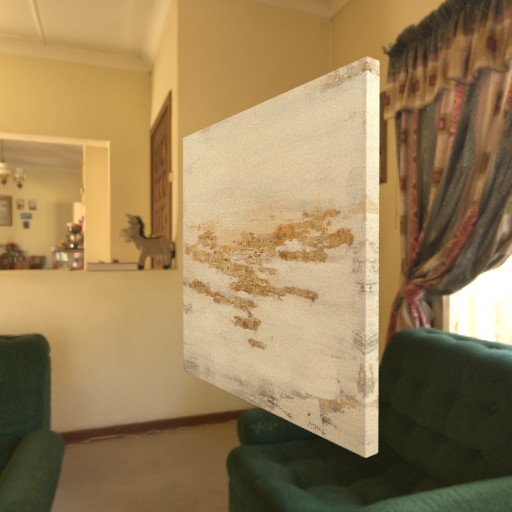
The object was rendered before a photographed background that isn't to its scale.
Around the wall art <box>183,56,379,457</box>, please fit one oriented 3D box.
[{"bbox_3d":[0.000,0.000,1.146,0.038,0.755,0.753,-1,1,-36],"label":"wall art"}]
